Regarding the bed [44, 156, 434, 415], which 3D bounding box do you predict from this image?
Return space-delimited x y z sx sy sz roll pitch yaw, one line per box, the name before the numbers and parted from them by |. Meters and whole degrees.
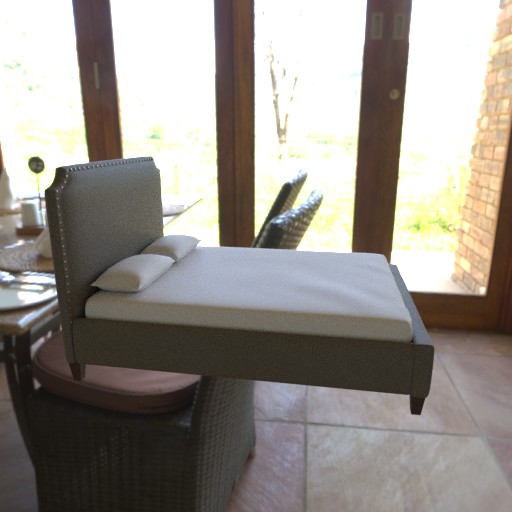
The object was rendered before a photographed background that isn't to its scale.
bed | 0.000 0.000 3.442 2.372 1.443 1.712 3 16 10
